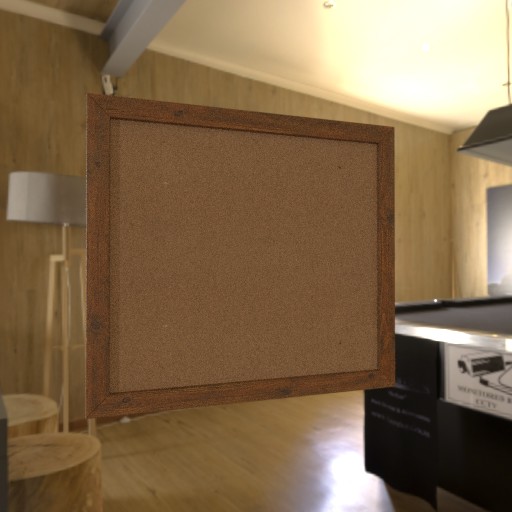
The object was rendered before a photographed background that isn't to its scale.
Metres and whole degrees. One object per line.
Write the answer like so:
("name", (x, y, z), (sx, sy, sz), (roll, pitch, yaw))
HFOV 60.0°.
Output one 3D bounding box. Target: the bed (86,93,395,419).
("bed", (0.000, 0.000, 1.464), (1.046, 0.942, 0.046), (0, -1, -18))
